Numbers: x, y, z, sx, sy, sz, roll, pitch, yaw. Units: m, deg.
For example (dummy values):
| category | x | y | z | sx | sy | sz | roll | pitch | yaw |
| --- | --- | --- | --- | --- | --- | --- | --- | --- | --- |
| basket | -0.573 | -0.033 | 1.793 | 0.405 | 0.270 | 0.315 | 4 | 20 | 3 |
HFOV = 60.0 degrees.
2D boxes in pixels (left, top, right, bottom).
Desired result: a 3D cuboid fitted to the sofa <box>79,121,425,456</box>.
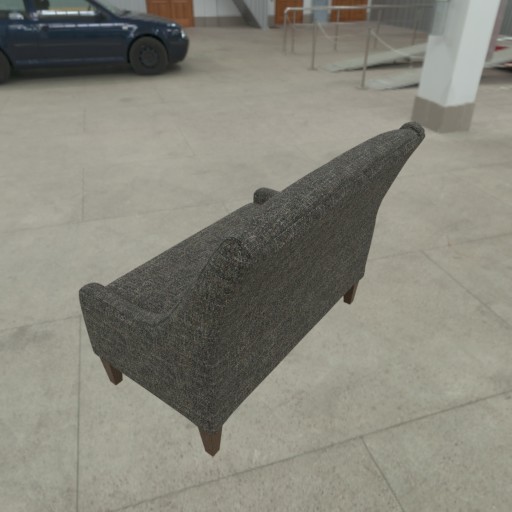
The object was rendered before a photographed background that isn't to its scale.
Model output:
| category | x | y | z | sx | sy | sz | roll | pitch | yaw |
| --- | --- | --- | --- | --- | --- | --- | --- | --- | --- |
| sofa | 0.000 | 0.000 | 1.907 | 0.870 | 1.021 | 1.242 | 22 | 39 | 30 |
